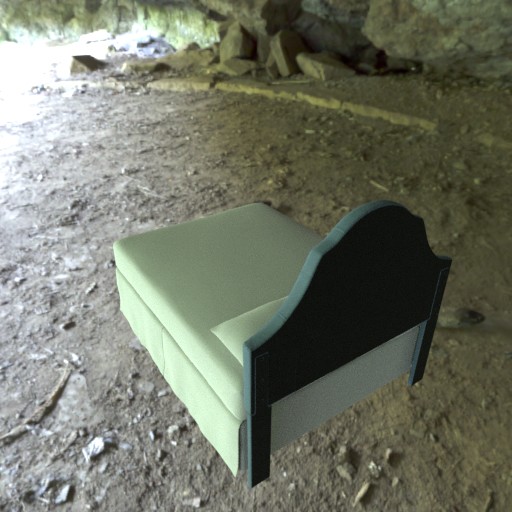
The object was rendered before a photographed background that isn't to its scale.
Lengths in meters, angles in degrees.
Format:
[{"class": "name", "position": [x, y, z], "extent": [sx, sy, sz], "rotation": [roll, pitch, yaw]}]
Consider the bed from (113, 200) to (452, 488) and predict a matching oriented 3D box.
[{"class": "bed", "position": [0.000, 0.000, 3.298], "extent": [1.636, 1.575, 2.155], "rotation": [-19, 35, -29]}]
